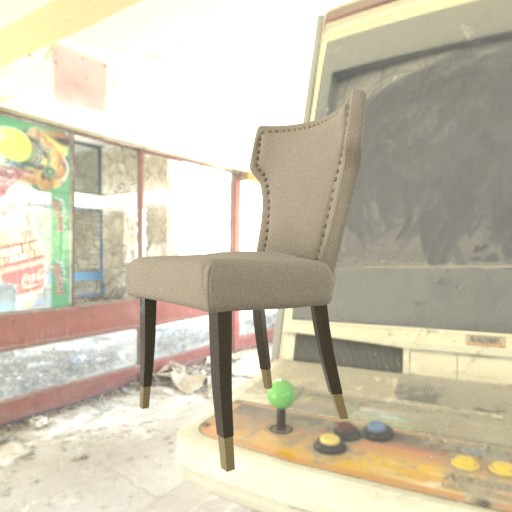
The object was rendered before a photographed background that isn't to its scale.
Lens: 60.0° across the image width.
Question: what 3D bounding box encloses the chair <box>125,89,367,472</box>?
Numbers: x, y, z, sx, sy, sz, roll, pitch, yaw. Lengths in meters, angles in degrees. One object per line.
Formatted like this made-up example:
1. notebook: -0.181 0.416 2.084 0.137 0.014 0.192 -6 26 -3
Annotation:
1. chair: 0.000 0.000 1.334 0.630 0.950 0.526 0 0 -36
